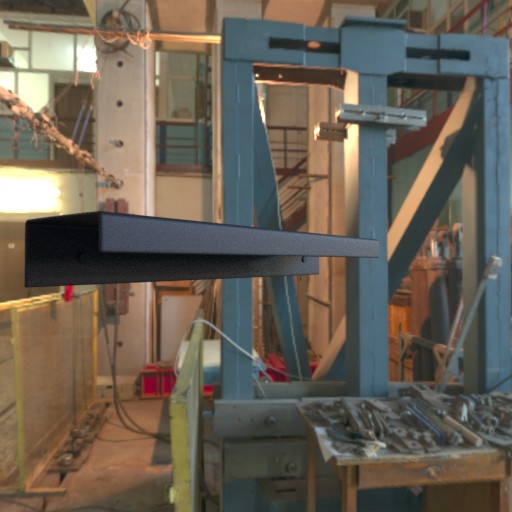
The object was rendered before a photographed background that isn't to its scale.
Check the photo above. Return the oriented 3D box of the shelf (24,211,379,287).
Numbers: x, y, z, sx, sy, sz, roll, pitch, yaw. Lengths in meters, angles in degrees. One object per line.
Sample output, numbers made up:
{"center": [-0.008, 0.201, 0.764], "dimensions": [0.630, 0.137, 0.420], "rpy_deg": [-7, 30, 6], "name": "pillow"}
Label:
{"center": [0.000, 0.000, 0.492], "dimensions": [0.102, 0.053, 0.456], "rpy_deg": [-1, -1, 37], "name": "shelf"}
